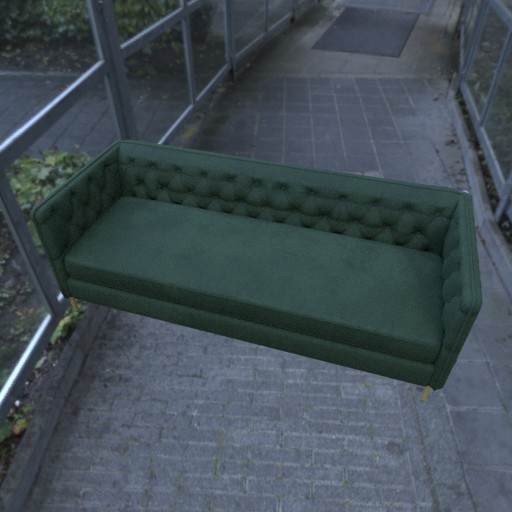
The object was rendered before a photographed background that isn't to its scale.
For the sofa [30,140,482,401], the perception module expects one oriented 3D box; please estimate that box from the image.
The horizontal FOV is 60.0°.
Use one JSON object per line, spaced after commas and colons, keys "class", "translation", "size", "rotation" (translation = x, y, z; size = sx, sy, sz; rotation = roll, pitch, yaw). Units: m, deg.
{"class": "sofa", "translation": [0.000, 0.000, 2.554], "size": [2.209, 0.771, 0.895], "rotation": [12, 42, 13]}
